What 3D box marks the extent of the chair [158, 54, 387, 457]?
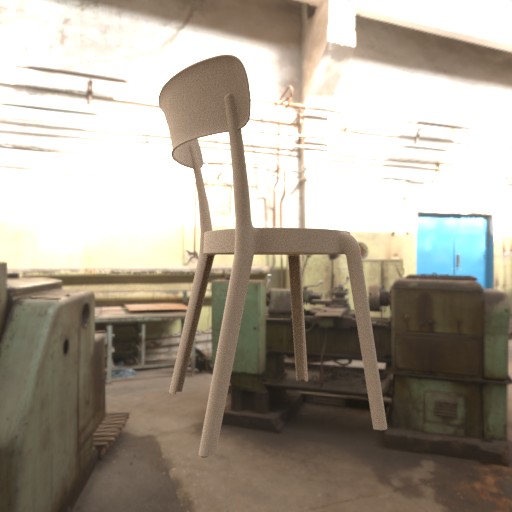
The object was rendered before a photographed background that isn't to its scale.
[{"bbox_3d":[0.000,0.000,1.140,0.491,0.790,0.506,0,0,-19],"label":"chair"}]
